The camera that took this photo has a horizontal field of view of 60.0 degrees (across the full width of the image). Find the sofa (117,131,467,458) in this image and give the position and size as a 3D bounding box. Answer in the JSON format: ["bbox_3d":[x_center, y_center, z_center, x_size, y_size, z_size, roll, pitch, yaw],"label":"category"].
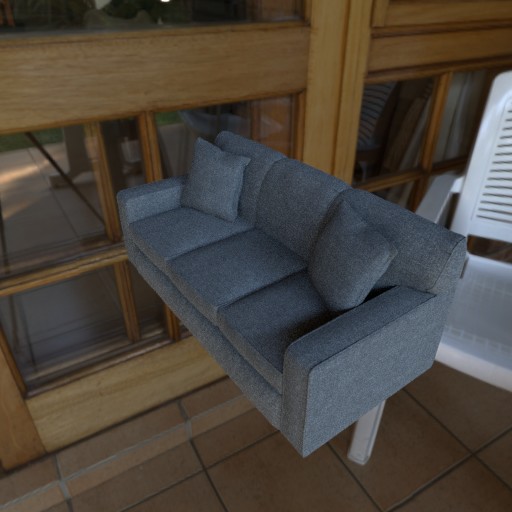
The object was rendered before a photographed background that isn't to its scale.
[{"bbox_3d":[0.000,0.000,2.670,0.997,0.958,2.024,-21,38,-30],"label":"sofa"}]
